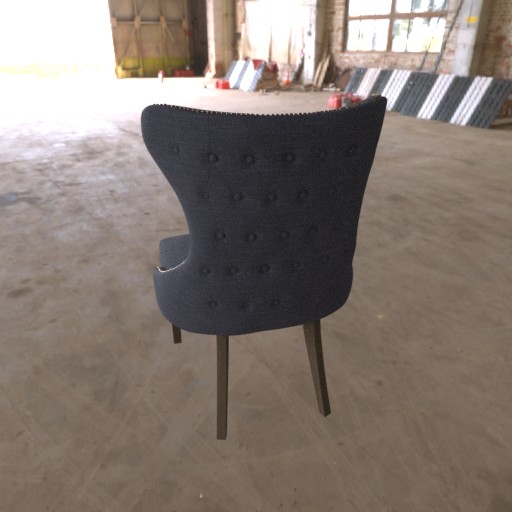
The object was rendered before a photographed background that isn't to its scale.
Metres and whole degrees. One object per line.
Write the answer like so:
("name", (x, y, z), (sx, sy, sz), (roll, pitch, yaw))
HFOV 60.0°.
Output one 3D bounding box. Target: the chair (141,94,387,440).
("chair", (0.000, 0.000, 1.371), (0.628, 0.967, 0.635), (-7, 27, -14))
